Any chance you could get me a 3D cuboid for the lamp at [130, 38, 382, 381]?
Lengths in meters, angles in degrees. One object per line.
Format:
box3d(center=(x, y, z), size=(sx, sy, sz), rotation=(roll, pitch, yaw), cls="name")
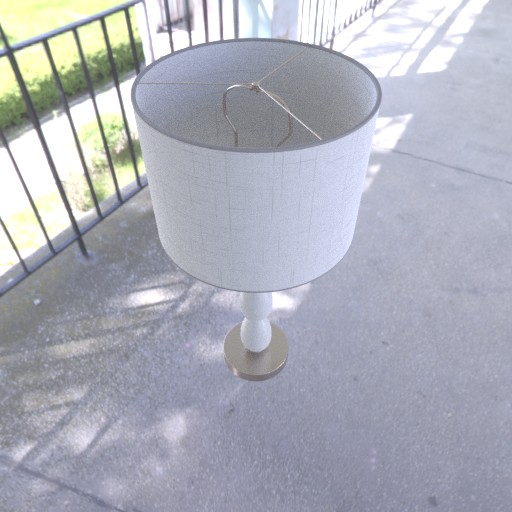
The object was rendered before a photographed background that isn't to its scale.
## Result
box3d(center=(0.000, 0.000, 0.701), size=(0.282, 0.559, 0.280), rotation=(24, 50, 22), cls="lamp")
